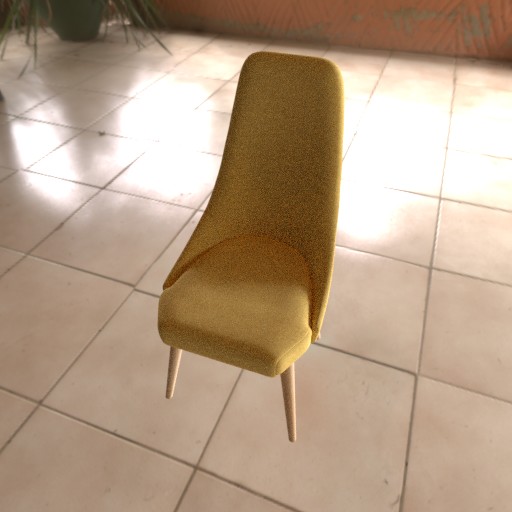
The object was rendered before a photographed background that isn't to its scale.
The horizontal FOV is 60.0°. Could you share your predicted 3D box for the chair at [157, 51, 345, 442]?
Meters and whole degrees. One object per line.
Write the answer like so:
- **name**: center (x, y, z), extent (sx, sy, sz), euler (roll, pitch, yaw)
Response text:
- **chair**: center (0.000, 0.000, 1.405), extent (0.510, 1.040, 0.660), euler (14, 43, 15)
